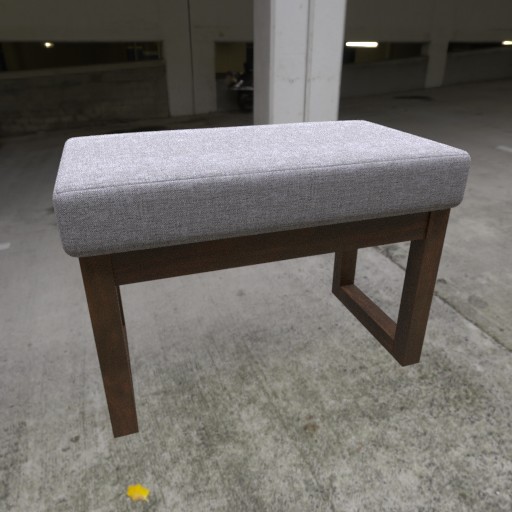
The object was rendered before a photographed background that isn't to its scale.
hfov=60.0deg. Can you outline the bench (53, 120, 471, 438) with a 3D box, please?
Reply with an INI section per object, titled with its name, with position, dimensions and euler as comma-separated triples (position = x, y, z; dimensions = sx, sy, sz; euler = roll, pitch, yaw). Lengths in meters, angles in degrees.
[bench]
position = 0.000, 0.000, 0.917
dimensions = 0.681, 0.467, 0.366
euler = -8, 27, -17
